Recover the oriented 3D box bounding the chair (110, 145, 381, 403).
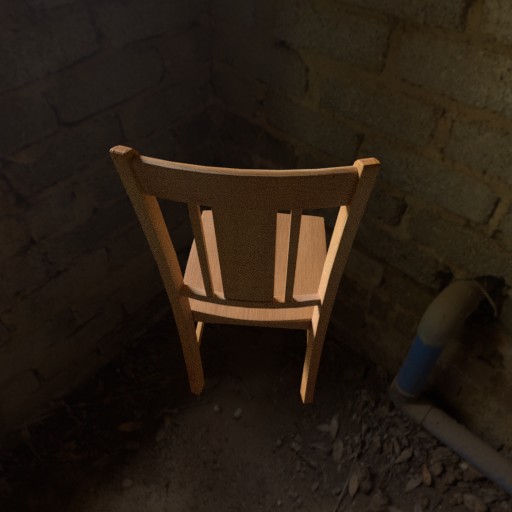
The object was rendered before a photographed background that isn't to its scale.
[{"bbox_3d":[0.000,0.000,1.264,0.450,0.998,0.556,4,46,3],"label":"chair"}]
